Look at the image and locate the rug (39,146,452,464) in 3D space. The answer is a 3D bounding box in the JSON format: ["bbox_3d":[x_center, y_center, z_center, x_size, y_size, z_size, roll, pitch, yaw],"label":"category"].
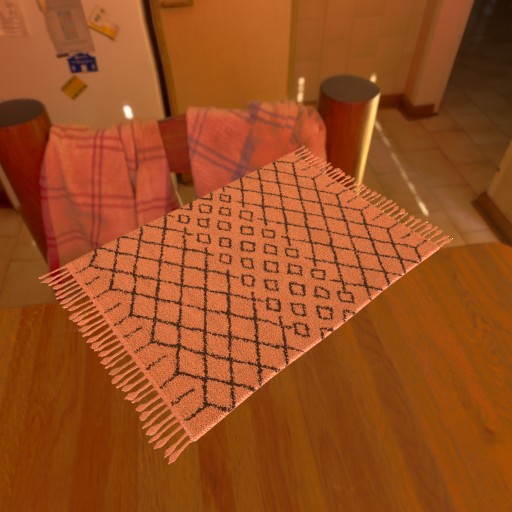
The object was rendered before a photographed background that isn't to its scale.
[{"bbox_3d":[0.000,0.000,3.252,2.615,0.029,1.664,-31,54,-26],"label":"rug"}]
